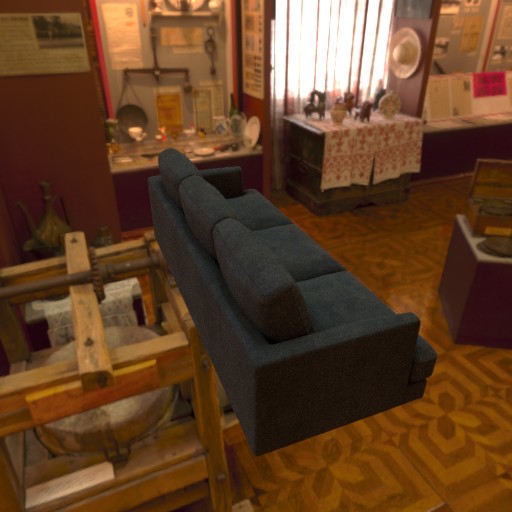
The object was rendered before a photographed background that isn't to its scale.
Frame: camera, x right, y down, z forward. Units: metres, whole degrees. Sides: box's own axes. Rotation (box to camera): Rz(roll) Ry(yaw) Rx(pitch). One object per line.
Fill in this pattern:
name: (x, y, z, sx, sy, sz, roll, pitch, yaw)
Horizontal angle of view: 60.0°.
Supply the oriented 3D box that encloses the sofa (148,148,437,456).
sofa: (0.000, 0.000, 2.734, 0.903, 0.930, 2.246, -11, 31, -19)
